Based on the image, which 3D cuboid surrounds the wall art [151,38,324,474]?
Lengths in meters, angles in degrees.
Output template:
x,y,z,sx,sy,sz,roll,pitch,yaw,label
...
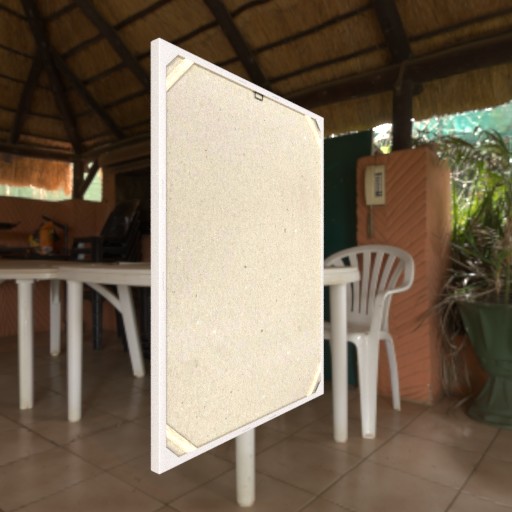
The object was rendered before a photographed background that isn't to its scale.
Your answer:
x,y,z,sx,sy,sz,roll,pitch,yaw,label
0.000,0.000,1.600,0.038,1.212,0.914,0,0,38,wall art
